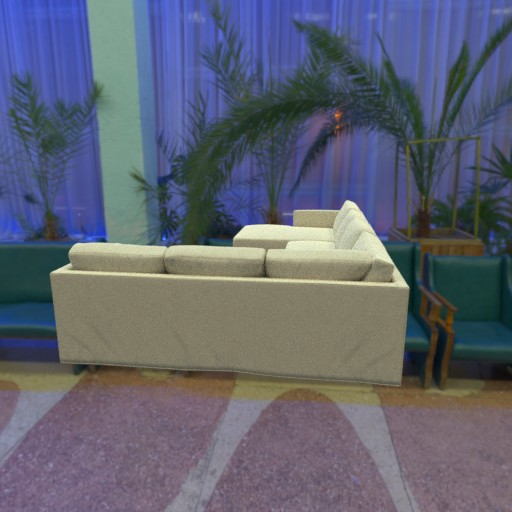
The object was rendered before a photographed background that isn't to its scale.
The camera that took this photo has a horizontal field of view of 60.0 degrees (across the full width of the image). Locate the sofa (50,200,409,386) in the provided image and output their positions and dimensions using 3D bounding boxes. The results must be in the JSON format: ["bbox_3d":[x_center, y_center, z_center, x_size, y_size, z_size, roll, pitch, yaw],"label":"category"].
[{"bbox_3d":[0.000,0.000,4.621,2.448,0.882,3.464,2,14,7],"label":"sofa"}]
